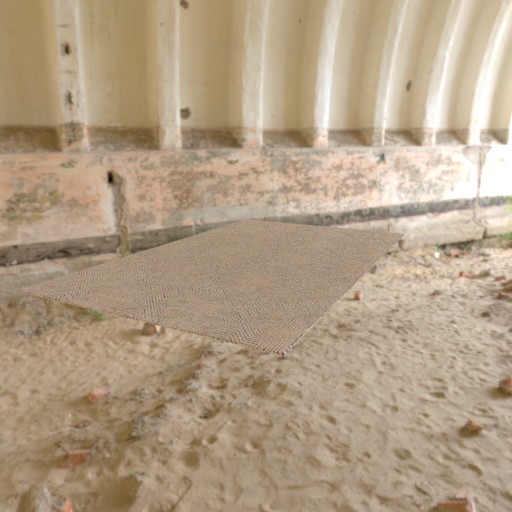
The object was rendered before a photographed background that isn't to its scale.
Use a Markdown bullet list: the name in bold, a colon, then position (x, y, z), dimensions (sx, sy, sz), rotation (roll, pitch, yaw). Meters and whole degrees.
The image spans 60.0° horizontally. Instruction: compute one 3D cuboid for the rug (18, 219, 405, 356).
- **rug**: position (0.000, 0.000, 2.993), dimensions (1.519, 0.007, 2.428), rotation (8, 16, 27)
